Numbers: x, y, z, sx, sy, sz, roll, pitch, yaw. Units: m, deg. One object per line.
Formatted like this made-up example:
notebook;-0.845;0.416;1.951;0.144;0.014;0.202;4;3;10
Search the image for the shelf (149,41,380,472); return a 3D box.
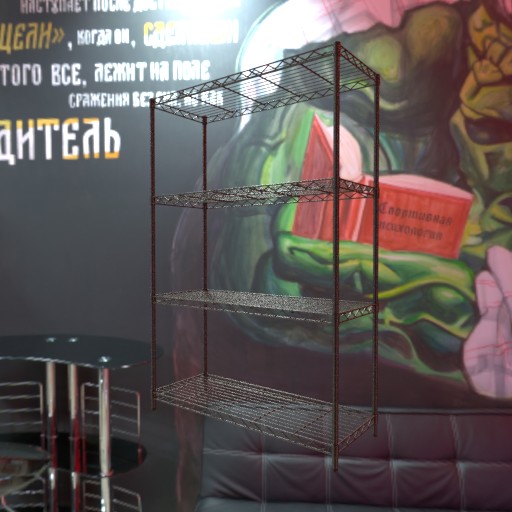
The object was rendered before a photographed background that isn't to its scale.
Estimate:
shelf;0.000;0.000;1.803;0.907;1.361;0.352;1;2;37
